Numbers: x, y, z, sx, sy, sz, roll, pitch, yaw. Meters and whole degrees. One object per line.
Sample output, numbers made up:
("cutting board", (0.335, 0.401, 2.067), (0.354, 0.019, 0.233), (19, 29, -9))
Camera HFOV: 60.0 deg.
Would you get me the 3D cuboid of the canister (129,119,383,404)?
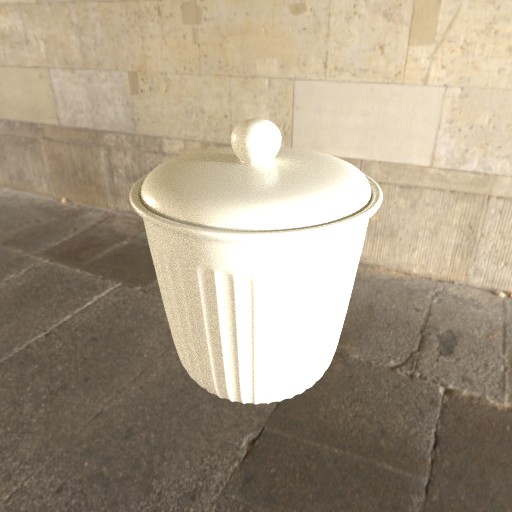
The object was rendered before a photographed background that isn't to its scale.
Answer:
("canister", (0.000, 0.000, 0.353), (0.181, 0.211, 0.181), (0, 27, 0))
